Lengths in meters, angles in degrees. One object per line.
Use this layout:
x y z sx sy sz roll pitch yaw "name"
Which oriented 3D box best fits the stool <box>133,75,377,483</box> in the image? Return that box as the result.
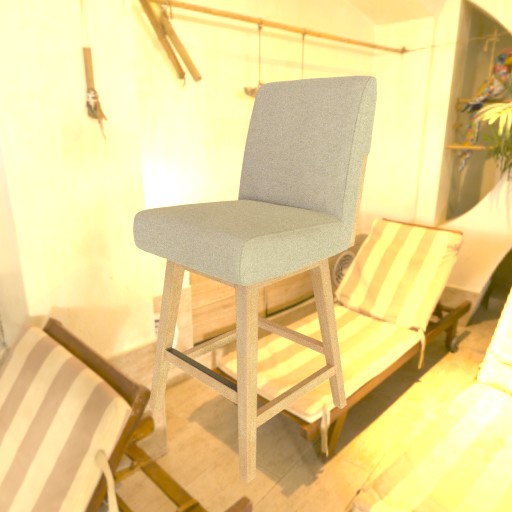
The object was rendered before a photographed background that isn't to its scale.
0.000 0.000 1.410 0.507 1.085 0.606 16 23 42 "stool"
